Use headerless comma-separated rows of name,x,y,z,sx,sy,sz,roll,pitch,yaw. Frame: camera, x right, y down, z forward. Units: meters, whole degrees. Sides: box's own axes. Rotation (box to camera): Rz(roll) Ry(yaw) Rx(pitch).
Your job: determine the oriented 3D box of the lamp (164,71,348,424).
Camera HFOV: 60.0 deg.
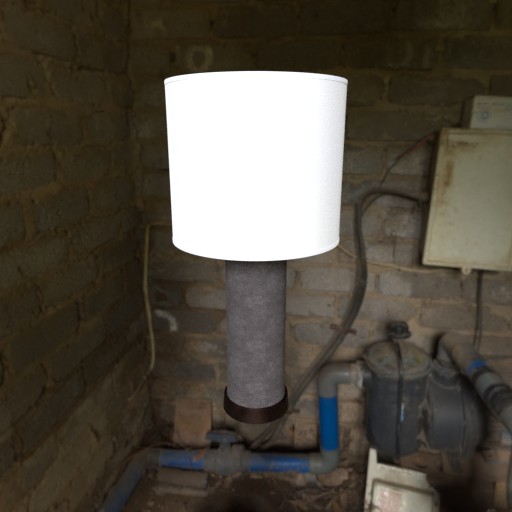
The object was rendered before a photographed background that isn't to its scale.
lamp,0.000,0.000,0.823,0.301,0.630,0.301,-8,18,-26
